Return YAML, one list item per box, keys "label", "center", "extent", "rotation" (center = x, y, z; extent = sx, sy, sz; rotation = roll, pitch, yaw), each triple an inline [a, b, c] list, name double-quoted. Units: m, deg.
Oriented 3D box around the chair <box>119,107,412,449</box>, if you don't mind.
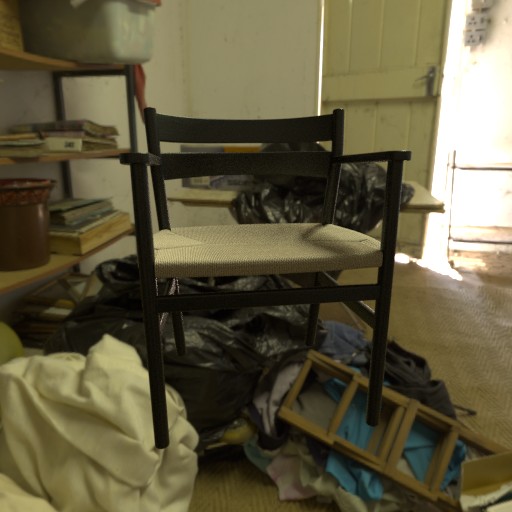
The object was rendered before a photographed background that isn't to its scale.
- label: "chair"
  center: [0.000, 0.000, 1.200]
  extent: [0.630, 0.775, 0.508]
  rotation: [-2, 16, -9]
